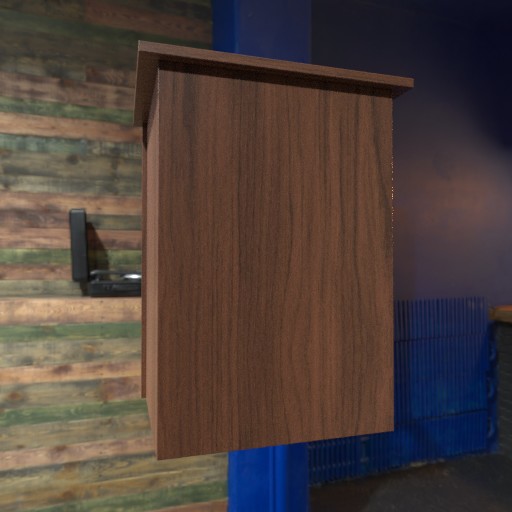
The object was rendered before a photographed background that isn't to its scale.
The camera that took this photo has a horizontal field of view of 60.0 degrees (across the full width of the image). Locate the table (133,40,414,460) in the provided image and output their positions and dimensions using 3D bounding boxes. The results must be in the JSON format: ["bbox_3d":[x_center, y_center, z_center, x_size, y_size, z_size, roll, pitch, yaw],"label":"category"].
[{"bbox_3d":[0.000,0.000,0.908,0.480,0.636,0.381,0,-1,-17],"label":"table"}]
